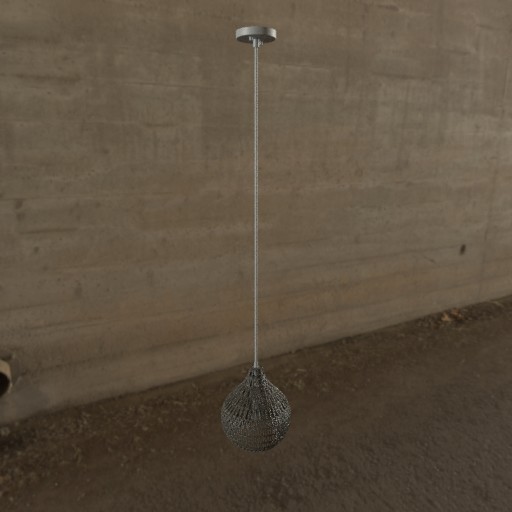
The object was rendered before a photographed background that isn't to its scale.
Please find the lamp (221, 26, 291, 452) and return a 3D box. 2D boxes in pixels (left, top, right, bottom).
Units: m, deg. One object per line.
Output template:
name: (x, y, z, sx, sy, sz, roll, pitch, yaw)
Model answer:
lamp: (0.000, 0.000, 2.068, 0.355, 1.919, 0.355, 7, 15, 26)
